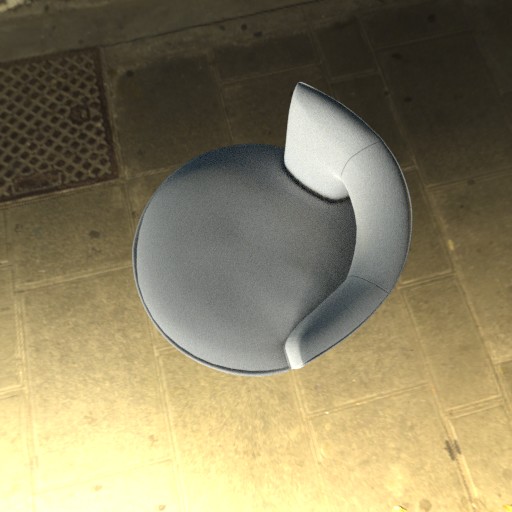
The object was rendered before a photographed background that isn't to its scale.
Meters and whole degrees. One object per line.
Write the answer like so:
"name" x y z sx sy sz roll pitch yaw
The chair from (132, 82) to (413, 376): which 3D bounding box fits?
"chair" 0.000 0.000 1.240 0.665 0.723 0.650 1 75 0
